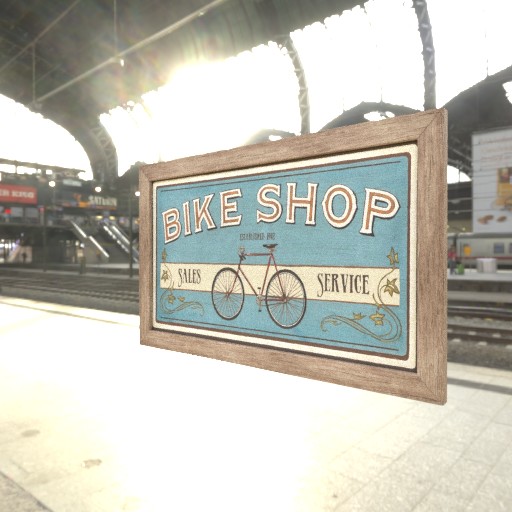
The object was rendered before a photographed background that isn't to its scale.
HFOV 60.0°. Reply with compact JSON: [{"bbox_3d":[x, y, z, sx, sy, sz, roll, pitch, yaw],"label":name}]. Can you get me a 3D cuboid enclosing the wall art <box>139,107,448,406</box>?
[{"bbox_3d":[0.000,0.000,0.959,0.780,0.480,0.021,0,0,38],"label":"wall art"}]
